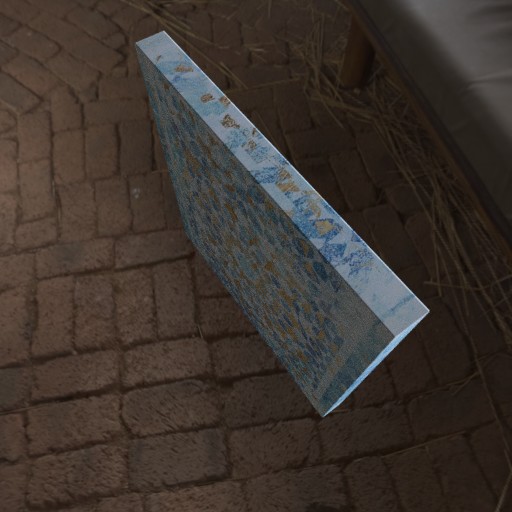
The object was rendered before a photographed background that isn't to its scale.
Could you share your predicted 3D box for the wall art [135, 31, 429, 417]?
[{"bbox_3d":[0.000,0.000,0.588,0.037,0.405,0.405,-32,67,-16],"label":"wall art"}]
